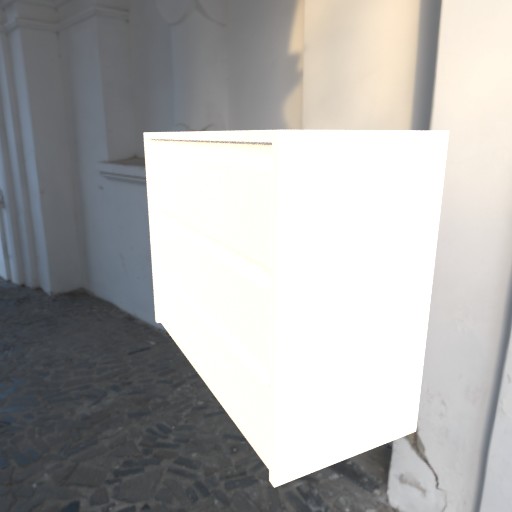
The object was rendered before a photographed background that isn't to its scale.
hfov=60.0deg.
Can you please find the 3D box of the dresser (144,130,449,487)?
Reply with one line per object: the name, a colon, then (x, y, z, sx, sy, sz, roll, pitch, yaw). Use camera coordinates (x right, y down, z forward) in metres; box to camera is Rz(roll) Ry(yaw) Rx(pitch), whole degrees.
dresser: (0.000, 0.000, 1.521, 0.460, 0.820, 1.100, -8, 17, -26)
